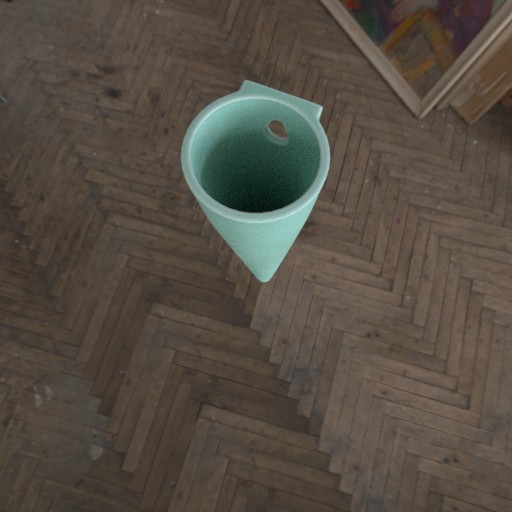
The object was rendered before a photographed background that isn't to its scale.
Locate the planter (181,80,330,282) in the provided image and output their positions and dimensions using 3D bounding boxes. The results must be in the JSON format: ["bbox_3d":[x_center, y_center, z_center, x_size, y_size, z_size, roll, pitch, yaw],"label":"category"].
[{"bbox_3d":[0.000,0.000,0.288,0.054,0.268,0.055,21,75,6],"label":"planter"}]
